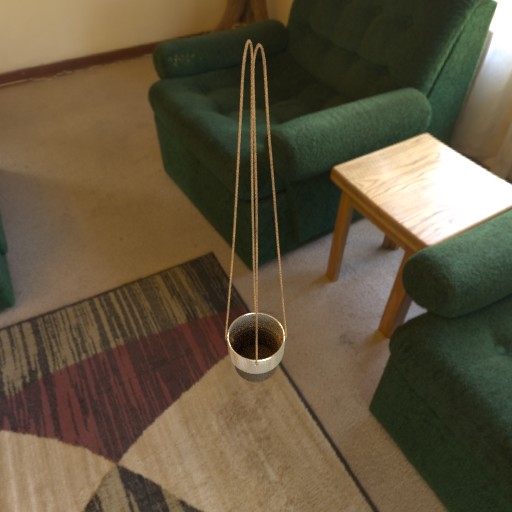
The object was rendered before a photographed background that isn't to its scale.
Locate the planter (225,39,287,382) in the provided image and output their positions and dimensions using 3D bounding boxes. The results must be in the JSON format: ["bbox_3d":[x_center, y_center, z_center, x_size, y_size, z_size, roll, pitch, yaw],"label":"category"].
[{"bbox_3d":[0.000,0.000,1.159,0.187,1.073,0.187,34,55,28],"label":"planter"}]
